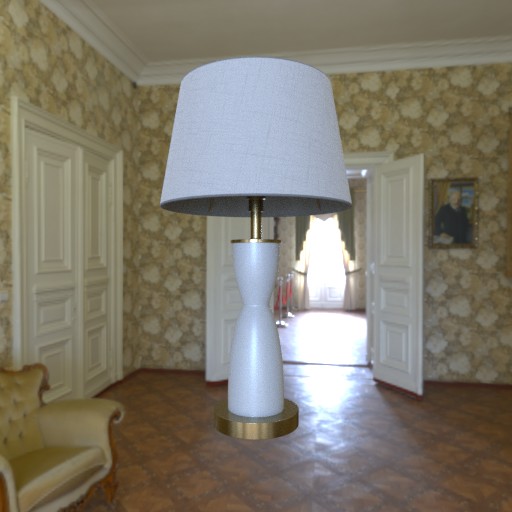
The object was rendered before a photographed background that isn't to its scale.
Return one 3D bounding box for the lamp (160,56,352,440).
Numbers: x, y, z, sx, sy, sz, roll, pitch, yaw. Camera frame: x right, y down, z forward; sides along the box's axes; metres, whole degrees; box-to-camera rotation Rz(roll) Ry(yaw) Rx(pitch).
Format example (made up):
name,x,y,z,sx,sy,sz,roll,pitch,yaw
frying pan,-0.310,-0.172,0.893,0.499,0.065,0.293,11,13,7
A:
name,x,y,z,sx,sy,sz,roll,pitch,yaw
lamp,0.000,0.000,0.727,0.309,0.545,0.309,0,0,0
